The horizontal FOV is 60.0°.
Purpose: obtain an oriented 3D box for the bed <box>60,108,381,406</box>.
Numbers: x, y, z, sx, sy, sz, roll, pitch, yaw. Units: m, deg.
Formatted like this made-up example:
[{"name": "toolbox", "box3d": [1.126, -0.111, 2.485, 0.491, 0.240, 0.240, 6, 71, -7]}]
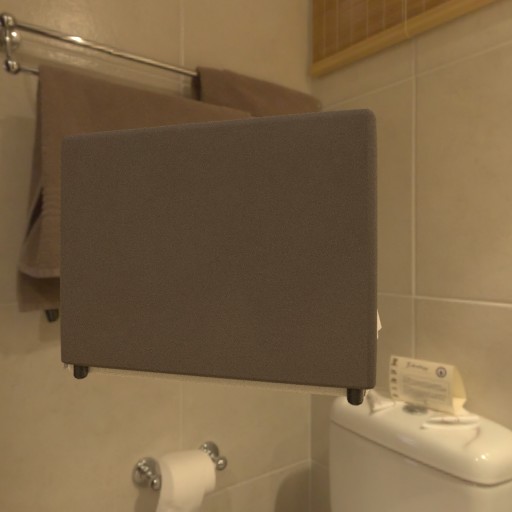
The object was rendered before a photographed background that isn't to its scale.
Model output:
[{"name": "bed", "box3d": [0.000, 0.000, 3.173, 1.723, 1.330, 2.142, 0, 0, 17]}]
